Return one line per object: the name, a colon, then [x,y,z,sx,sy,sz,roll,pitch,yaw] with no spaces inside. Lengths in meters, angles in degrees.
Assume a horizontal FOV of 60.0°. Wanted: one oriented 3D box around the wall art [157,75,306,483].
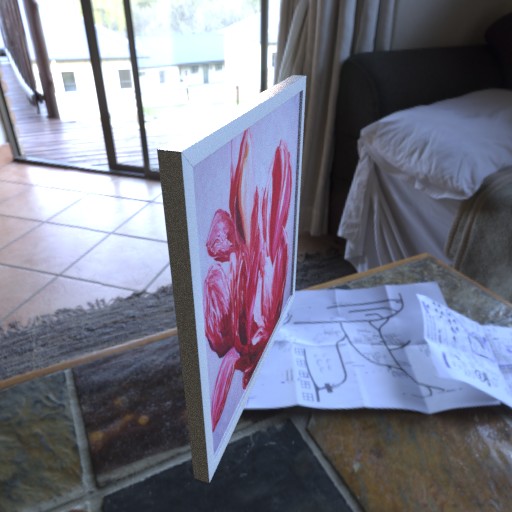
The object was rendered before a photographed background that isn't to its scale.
wall art: [0.000,0.000,0.673,0.023,0.453,0.455,10,31,16]
